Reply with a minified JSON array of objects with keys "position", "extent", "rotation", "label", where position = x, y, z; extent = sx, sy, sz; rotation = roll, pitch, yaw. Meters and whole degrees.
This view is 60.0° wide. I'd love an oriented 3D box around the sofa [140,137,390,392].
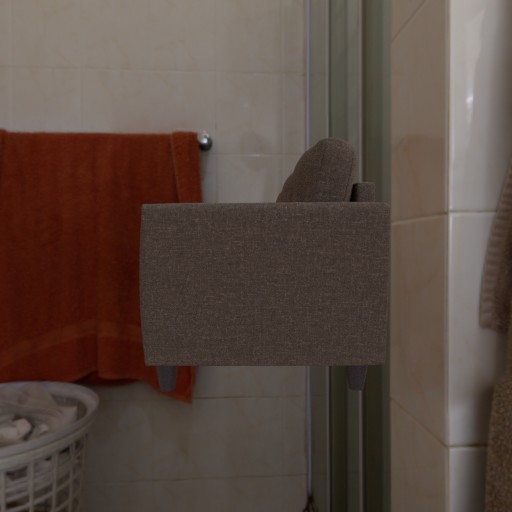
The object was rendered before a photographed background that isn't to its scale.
[{"position":[0.000,0.000,2.351],"extent":[0.837,0.891,1.847],"rotation":[0,1,-2],"label":"sofa"}]
